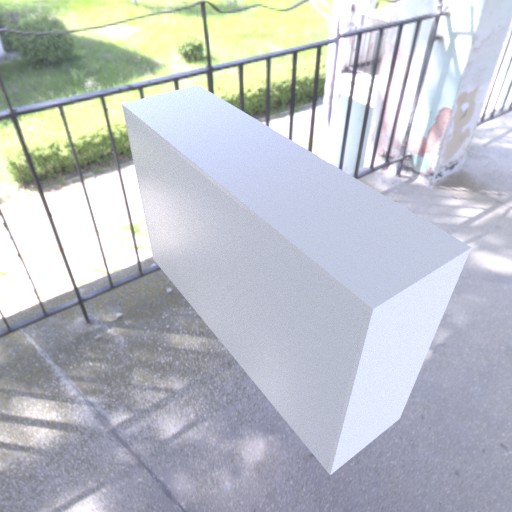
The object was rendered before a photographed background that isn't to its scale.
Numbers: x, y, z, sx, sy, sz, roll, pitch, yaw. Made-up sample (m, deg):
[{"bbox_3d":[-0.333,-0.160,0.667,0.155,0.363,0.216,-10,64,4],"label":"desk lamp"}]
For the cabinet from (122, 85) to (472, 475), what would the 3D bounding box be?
[{"bbox_3d":[0.000,0.000,1.840,0.380,0.900,1.450,-25,47,-26],"label":"cabinet"}]
